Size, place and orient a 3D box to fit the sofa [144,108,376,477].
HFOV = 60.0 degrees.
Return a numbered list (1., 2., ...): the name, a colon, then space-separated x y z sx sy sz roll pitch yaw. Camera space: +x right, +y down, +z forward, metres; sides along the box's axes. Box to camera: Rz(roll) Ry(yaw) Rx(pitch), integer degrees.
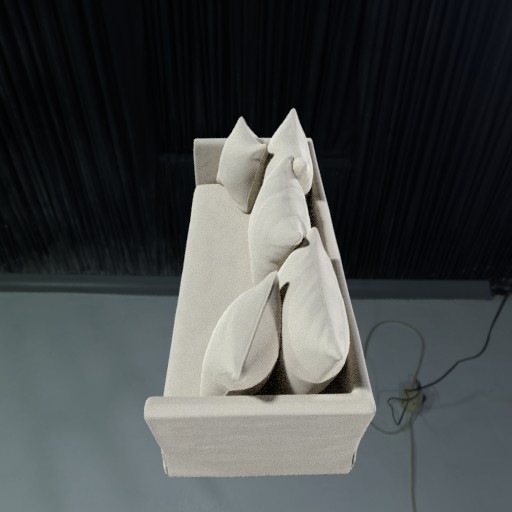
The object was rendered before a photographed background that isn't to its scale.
1. sofa: 0.000 0.000 2.930 1.046 1.047 2.499 -1 42 -1
